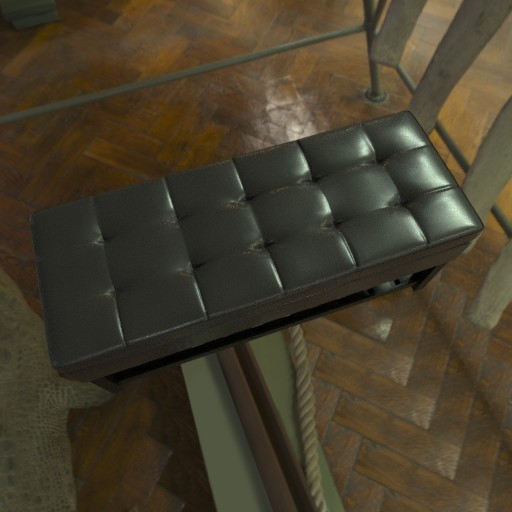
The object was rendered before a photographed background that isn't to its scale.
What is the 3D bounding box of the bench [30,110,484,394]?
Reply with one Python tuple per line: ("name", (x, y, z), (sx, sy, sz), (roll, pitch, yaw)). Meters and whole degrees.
("bench", (0.000, 0.000, 1.323), (1.105, 0.460, 0.432), (-17, 66, -8))
